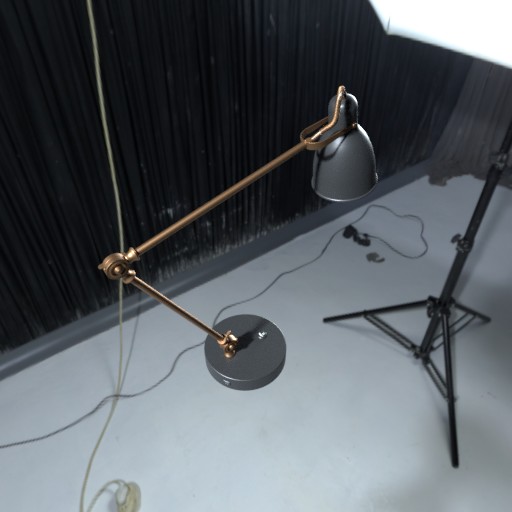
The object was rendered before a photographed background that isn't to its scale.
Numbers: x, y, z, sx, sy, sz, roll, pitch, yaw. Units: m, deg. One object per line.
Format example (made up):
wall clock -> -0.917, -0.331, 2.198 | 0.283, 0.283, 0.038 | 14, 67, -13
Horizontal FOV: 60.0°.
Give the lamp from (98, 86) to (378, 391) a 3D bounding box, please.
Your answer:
lamp -> 0.000, 0.000, 0.852 | 0.561, 0.587, 0.187 | -25, 47, -26
